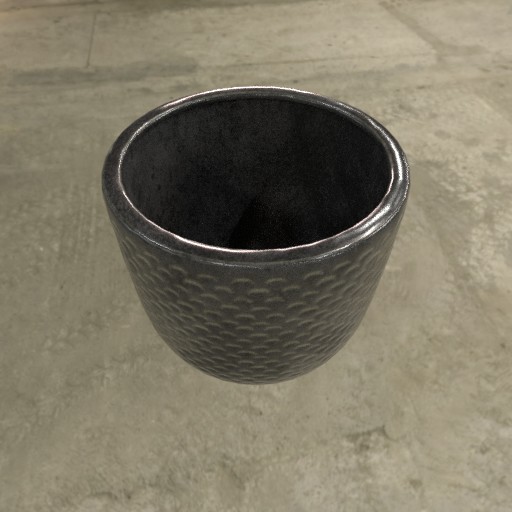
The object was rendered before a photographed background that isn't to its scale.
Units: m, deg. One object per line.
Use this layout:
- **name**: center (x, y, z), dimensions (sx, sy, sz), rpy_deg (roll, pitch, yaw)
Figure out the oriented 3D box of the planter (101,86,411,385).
- **planter**: center (0.000, 0.000, 0.353), dimensions (0.197, 0.191, 0.197), rpy_deg (0, 46, 0)
